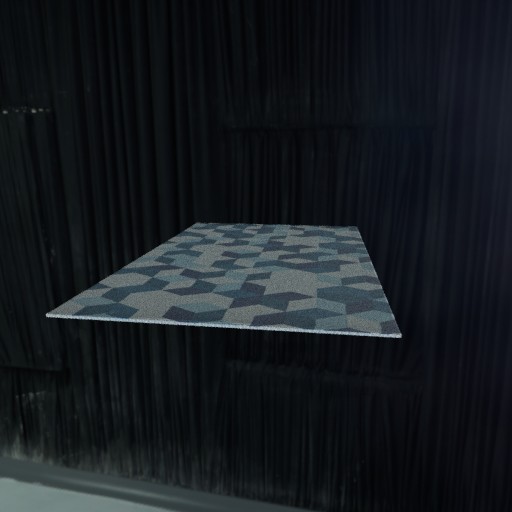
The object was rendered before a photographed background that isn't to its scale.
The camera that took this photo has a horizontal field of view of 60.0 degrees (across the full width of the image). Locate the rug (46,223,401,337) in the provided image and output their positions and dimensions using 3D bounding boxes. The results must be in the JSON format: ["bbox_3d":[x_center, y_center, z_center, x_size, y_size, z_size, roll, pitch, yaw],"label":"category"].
[{"bbox_3d":[0.000,0.000,3.019,1.518,0.015,2.438,2,14,8],"label":"rug"}]
